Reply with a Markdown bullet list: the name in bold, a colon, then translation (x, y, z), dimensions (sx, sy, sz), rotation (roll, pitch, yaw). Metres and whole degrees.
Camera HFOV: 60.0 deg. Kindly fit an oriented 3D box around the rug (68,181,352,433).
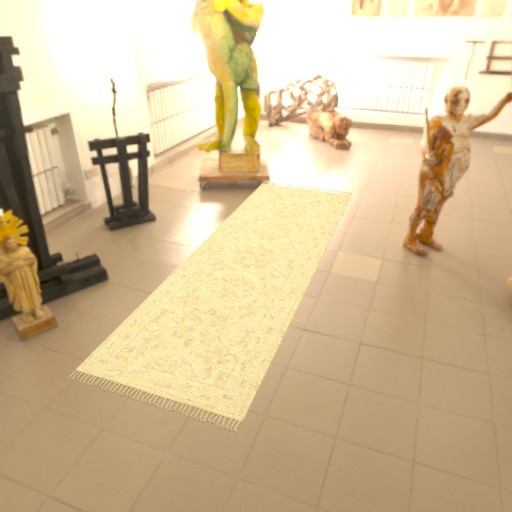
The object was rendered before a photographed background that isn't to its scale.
- **rug**: translation (0.000, 0.000, 2.824), dimensions (0.795, 0.015, 2.544), rotation (11, 32, 18)
